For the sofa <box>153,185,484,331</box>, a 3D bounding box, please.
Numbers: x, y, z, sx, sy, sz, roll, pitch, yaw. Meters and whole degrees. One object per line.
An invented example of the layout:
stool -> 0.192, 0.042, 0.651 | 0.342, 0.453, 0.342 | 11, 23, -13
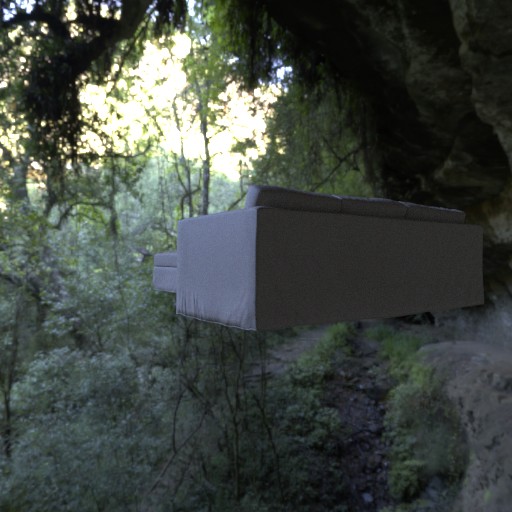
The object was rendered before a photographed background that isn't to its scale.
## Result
sofa -> 0.000, 0.000, 4.555 | 2.476, 0.878, 3.528 | 0, 0, -35
